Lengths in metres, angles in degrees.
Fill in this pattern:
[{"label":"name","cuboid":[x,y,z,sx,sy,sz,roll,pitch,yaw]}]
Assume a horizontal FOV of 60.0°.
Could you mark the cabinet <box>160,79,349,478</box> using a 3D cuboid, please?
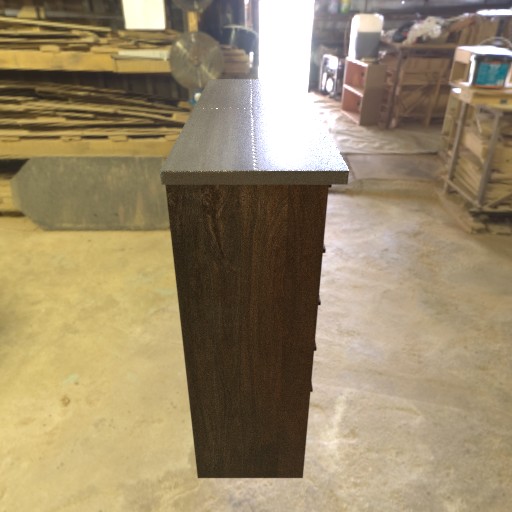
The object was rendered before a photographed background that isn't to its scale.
[{"label":"cabinet","cuboid":[0.000,0.000,1.425,0.338,0.919,0.968,0,31,0]}]
